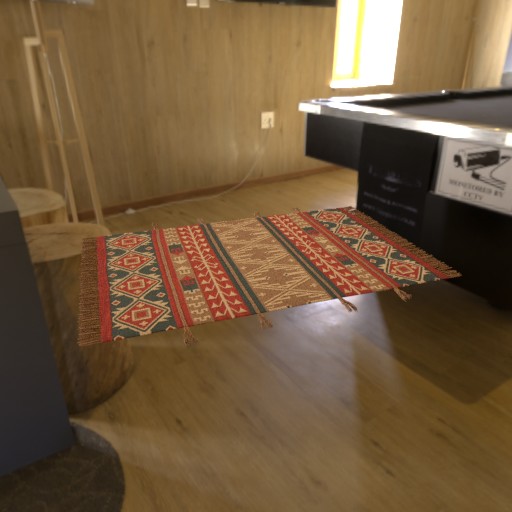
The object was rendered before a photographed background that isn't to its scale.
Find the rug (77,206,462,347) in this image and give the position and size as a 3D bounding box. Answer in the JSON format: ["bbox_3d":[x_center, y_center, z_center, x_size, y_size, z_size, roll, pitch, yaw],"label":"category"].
[{"bbox_3d":[0.000,0.000,2.686,2.025,0.040,1.469,-8,27,-17],"label":"rug"}]
